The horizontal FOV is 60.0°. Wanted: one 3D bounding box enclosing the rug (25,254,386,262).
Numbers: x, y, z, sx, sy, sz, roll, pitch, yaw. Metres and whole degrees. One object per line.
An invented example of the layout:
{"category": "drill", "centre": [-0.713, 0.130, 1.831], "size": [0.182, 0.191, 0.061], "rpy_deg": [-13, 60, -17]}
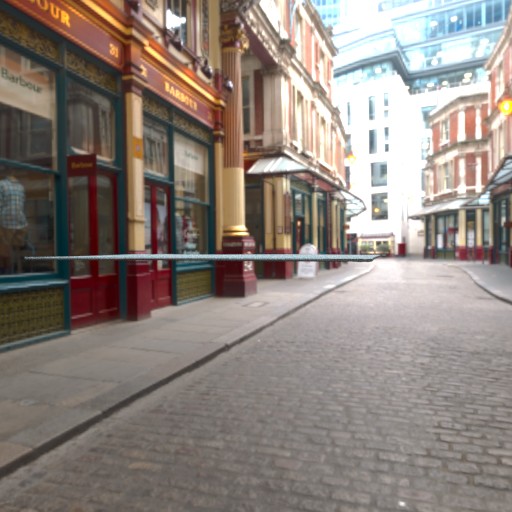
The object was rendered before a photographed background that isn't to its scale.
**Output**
{"category": "rug", "centre": [0.000, 0.000, 2.938], "size": [1.611, 0.026, 2.260], "rpy_deg": [0, 1, 18]}
